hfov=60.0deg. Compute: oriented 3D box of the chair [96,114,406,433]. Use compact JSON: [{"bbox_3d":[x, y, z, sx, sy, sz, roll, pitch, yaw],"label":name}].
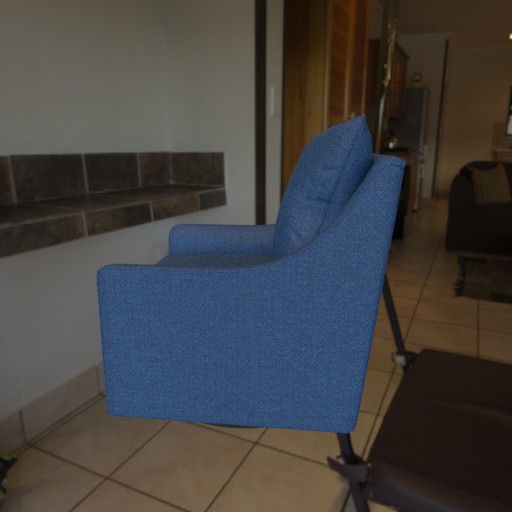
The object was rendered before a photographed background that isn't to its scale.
[{"bbox_3d":[0.000,0.000,1.607,0.870,0.939,0.750,2,14,7],"label":"chair"}]
